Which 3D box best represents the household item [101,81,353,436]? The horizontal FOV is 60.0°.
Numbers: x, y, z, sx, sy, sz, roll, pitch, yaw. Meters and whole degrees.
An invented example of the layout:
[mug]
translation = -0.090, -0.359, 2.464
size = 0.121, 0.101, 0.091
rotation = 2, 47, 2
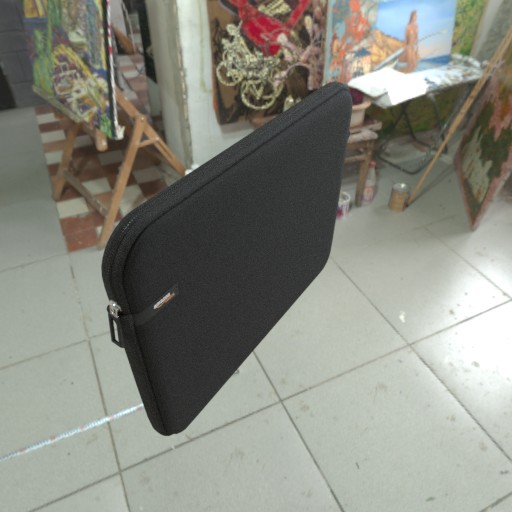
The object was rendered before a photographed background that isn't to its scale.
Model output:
[household item]
translation = 0.000, 0.000, 0.514
size = 0.030, 0.305, 0.396
rotation = 25, 48, 25
